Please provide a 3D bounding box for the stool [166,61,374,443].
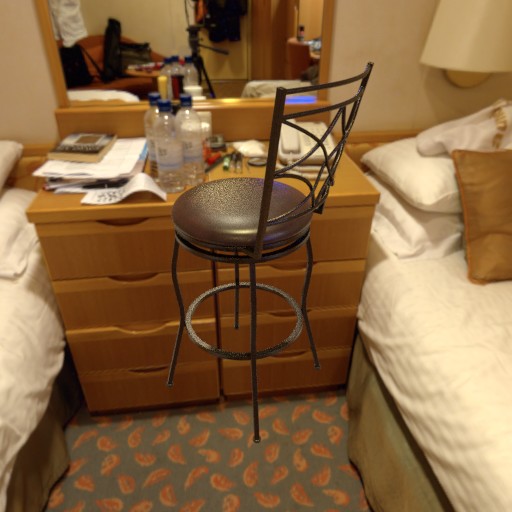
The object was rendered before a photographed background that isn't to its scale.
[{"bbox_3d":[0.000,0.000,1.395,0.534,1.117,0.434,21,37,30],"label":"stool"}]
